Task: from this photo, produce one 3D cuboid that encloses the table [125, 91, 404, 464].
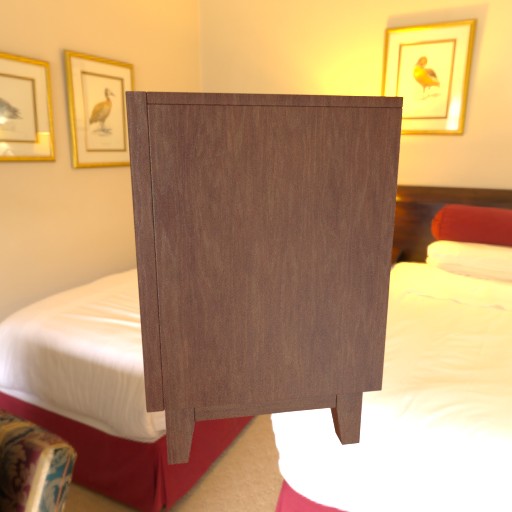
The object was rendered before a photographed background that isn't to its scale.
[{"bbox_3d":[0.000,0.000,0.970,0.449,0.609,0.557,-2,14,-9],"label":"table"}]
